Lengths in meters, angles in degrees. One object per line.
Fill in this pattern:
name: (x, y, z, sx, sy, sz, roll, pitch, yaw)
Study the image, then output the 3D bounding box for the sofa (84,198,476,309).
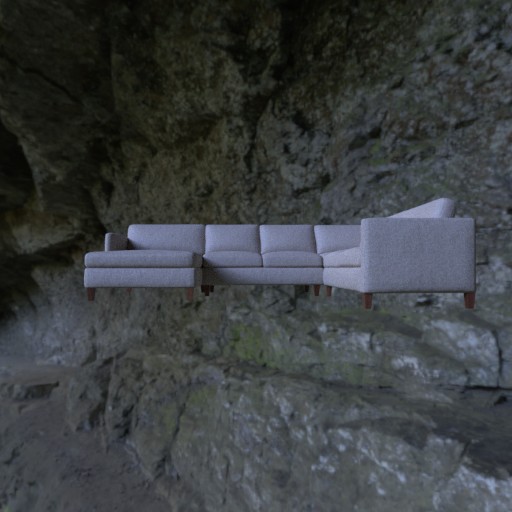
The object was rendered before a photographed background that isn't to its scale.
sofa: (0.000, 0.000, 4.638, 3.403, 0.889, 2.551, 0, -2, -2)
